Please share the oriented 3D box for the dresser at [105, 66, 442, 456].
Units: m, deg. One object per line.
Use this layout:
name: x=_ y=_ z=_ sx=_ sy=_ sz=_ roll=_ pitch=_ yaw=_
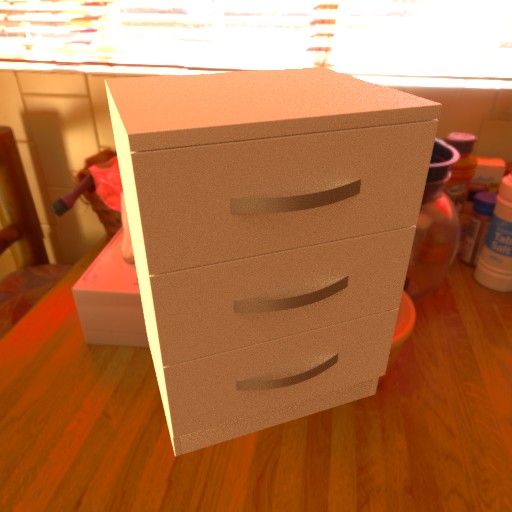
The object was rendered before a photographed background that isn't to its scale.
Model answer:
dresser: x=0.000 y=0.000 z=0.790 sx=0.400 sy=0.560 sz=0.360 roll=-11 pitch=33 yaw=-17
